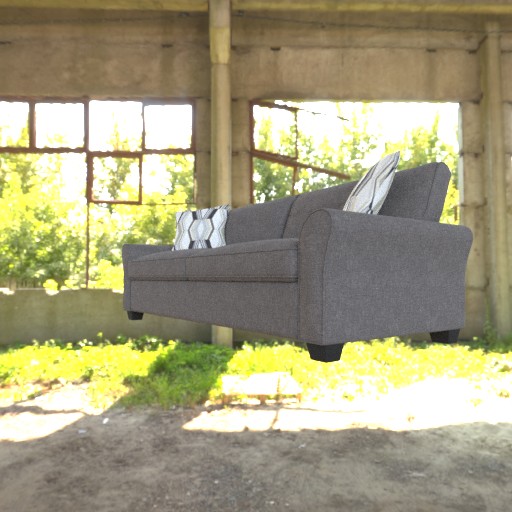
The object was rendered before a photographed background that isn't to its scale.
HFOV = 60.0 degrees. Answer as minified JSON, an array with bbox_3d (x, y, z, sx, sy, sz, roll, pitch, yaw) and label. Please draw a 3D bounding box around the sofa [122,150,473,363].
[{"bbox_3d":[0.000,0.000,2.495,0.889,0.813,2.032,2,-3,-36],"label":"sofa"}]
